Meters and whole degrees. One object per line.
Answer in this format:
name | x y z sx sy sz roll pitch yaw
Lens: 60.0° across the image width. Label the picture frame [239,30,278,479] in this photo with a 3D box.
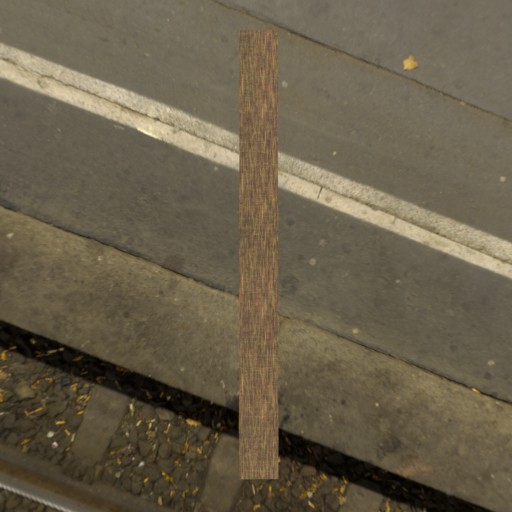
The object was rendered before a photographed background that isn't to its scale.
picture frame | 0.000 0.000 0.538 0.033 0.330 0.378 0 89 -1
